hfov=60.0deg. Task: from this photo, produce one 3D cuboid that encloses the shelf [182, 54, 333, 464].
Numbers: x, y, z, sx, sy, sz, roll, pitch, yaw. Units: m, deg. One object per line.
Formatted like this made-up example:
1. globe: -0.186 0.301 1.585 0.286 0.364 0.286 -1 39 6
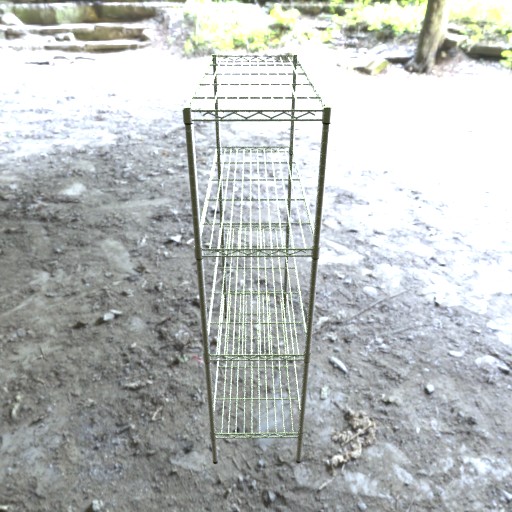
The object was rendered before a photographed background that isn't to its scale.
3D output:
1. shelf: 0.000 0.000 1.764 0.352 1.360 0.907 0 32 0
